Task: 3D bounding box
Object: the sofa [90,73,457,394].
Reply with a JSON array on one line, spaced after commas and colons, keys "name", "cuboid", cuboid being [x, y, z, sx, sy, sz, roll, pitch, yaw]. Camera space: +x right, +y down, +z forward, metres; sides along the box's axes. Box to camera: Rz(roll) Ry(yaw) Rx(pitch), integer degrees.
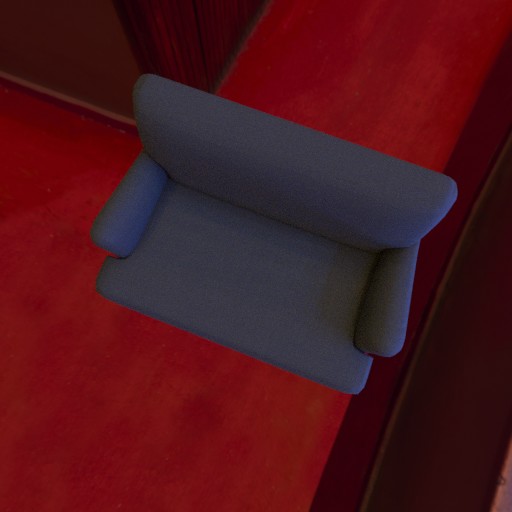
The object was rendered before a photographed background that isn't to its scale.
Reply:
[{"name": "sofa", "cuboid": [0.000, 0.000, 1.850, 1.297, 0.889, 0.779, 21, 77, 5]}]
